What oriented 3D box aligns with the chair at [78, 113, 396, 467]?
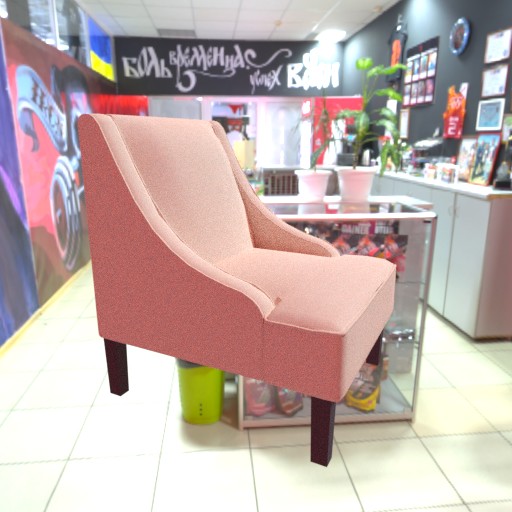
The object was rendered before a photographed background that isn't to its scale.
[{"bbox_3d":[0.000,0.000,1.462,0.806,0.886,0.689,8,17,26],"label":"chair"}]
